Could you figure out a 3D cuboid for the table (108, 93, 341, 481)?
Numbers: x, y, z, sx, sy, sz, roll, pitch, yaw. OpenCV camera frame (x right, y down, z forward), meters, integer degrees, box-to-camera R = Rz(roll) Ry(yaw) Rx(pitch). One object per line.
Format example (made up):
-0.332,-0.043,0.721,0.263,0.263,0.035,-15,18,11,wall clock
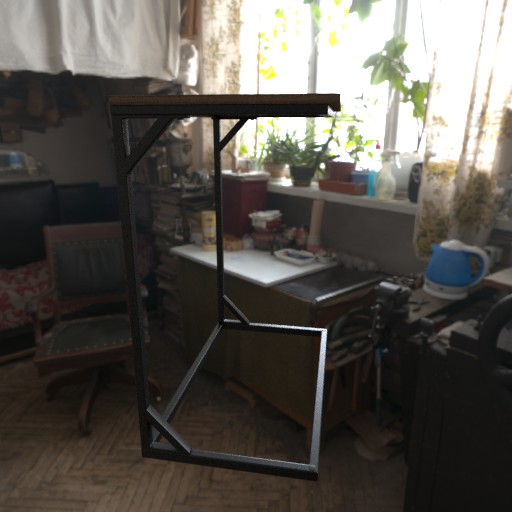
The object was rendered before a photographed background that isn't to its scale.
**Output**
0.000,0.000,1.027,0.351,0.673,0.597,3,17,10,table
